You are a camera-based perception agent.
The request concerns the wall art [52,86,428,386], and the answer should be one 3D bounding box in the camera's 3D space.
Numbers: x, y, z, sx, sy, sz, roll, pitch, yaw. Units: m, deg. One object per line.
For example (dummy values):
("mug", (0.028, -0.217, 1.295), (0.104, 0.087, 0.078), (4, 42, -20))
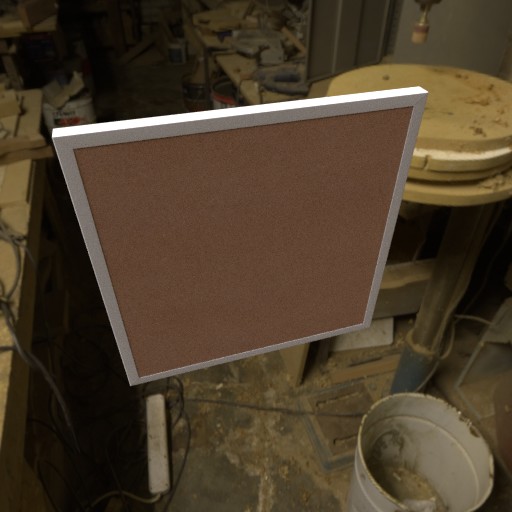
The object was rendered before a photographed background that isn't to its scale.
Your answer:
("wall art", (0.000, 0.000, 1.122), (0.760, 0.760, 0.036), (-11, 41, -13))
